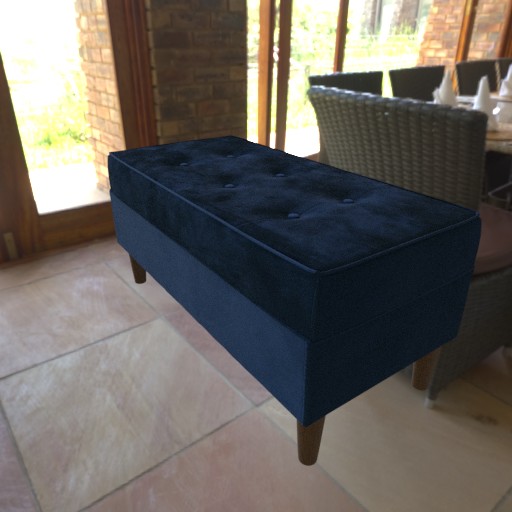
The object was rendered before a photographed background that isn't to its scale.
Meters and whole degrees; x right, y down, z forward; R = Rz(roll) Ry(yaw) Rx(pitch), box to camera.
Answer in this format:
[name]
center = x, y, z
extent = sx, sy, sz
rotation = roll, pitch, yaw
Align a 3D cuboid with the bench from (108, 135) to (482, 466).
[bench]
center = 0.000, 0.000, 1.258
extent = 0.489, 0.467, 1.010
rotation = -17, 31, -31
